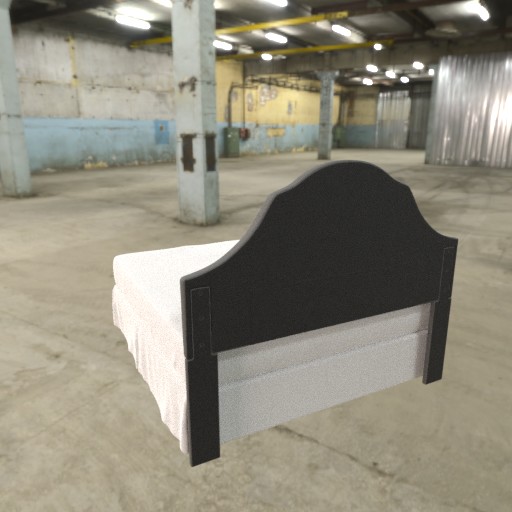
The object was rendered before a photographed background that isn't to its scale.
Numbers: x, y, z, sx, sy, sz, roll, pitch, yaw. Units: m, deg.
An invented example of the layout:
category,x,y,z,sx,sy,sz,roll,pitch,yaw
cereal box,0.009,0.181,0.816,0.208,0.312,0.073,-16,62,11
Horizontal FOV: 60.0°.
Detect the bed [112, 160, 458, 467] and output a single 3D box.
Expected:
category,x,y,z,sx,sy,sz,roll,pitch,yaw
bed,0.000,0.000,3.583,2.008,1.615,2.214,-8,17,-27
